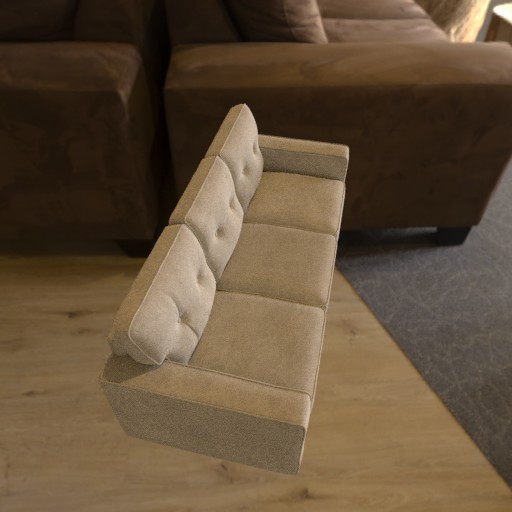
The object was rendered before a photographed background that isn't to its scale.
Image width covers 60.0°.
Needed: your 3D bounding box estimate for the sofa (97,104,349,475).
[{"bbox_3d":[0.000,0.000,2.666,0.939,0.965,2.133,9,47,9],"label":"sofa"}]
